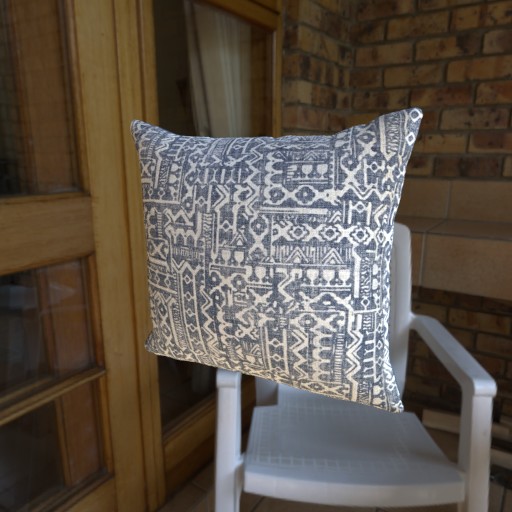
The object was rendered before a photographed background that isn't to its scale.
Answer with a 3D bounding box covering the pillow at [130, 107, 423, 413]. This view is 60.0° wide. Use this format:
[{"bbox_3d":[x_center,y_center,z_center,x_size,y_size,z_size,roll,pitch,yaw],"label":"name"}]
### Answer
[{"bbox_3d":[0.000,0.000,0.795,0.546,0.487,0.180,7,15,27],"label":"pillow"}]
